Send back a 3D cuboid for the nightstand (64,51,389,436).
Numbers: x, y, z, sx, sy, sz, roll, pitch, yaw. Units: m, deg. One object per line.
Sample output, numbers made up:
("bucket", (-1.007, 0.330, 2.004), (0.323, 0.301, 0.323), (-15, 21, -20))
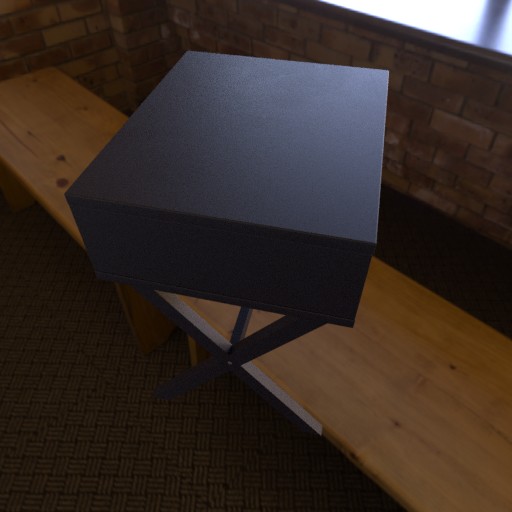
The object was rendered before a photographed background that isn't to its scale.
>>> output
("nightstand", (0.000, 0.000, 0.931), (0.402, 0.623, 0.479), (10, 47, 9))
